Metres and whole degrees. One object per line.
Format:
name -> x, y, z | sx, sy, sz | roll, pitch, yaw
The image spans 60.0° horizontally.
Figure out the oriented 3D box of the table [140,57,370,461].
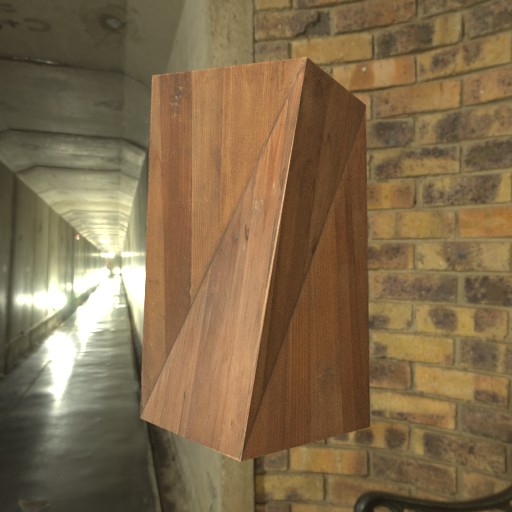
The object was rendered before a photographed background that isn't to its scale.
table -> 0.000, 0.000, 0.878 | 0.441, 0.604, 0.425 | 0, 0, 35
